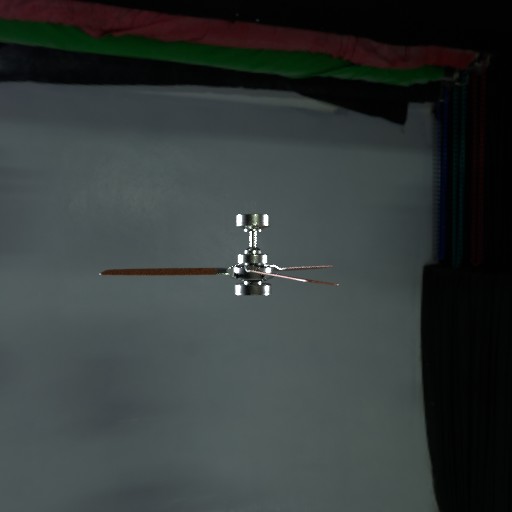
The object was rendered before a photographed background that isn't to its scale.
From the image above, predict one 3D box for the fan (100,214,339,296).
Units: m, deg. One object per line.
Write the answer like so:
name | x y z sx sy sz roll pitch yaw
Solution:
fan | 0.000 0.000 2.109 1.416 0.410 1.271 0 1 -18
